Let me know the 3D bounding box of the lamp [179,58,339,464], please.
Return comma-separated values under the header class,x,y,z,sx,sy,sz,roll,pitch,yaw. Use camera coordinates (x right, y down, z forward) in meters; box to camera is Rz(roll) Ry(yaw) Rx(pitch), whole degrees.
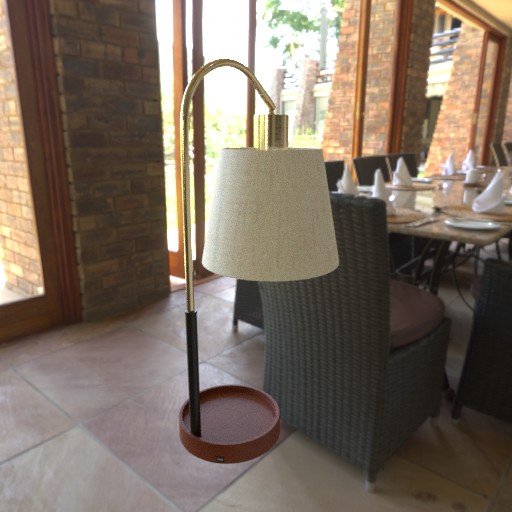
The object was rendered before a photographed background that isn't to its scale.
class,x,y,z,sx,sy,sz,roll,pitch,yaw
lamp,0.000,0.000,0.663,0.211,0.536,0.273,14,21,42
